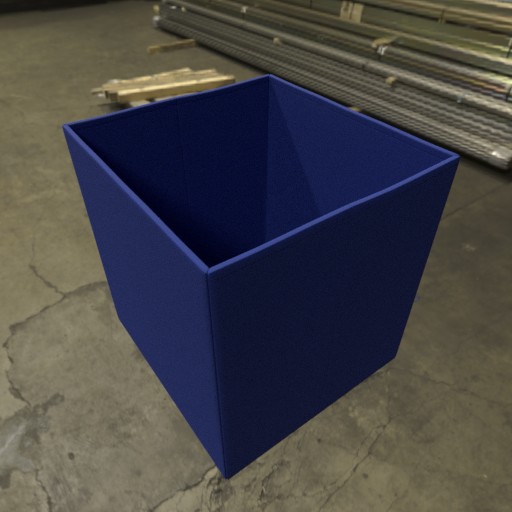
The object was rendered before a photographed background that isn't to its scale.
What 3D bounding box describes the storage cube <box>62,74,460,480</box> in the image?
[{"bbox_3d":[0.000,0.000,0.490,0.270,0.280,0.270,-25,46,-27],"label":"storage cube"}]
